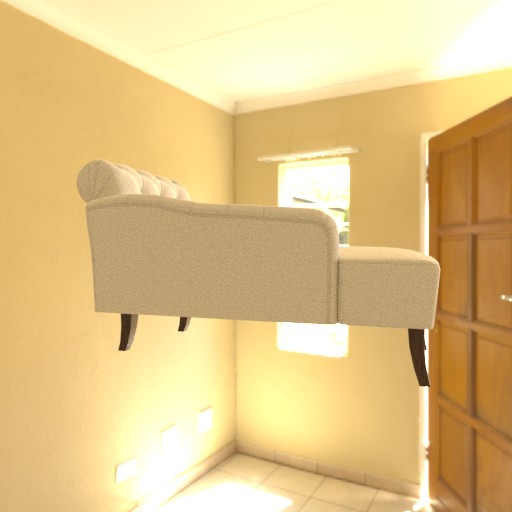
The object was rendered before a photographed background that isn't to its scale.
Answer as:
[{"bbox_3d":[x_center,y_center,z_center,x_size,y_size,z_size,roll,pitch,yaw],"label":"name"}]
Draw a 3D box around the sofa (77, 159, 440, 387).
[{"bbox_3d":[0.000,0.000,1.826,1.379,0.787,0.675,0,0,20],"label":"sofa"}]
